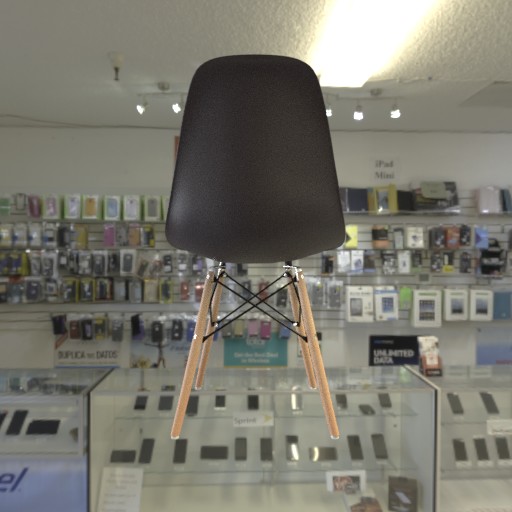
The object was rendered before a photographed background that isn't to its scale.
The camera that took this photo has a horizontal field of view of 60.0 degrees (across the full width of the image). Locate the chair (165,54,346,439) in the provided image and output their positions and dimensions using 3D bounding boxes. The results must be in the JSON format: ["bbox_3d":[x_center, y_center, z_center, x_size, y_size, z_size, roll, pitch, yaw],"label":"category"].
[{"bbox_3d":[0.000,0.000,1.170,0.470,0.825,0.533,0,1,0],"label":"chair"}]
